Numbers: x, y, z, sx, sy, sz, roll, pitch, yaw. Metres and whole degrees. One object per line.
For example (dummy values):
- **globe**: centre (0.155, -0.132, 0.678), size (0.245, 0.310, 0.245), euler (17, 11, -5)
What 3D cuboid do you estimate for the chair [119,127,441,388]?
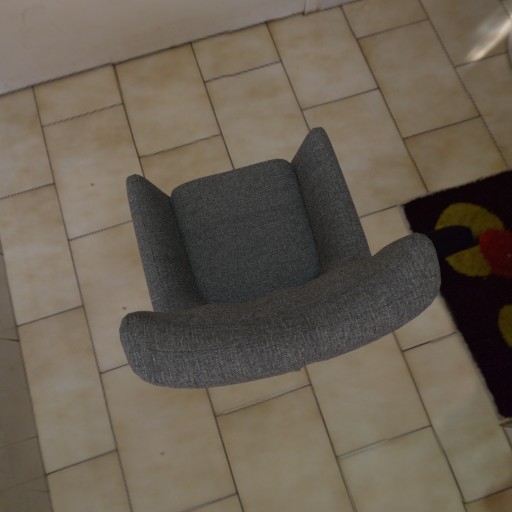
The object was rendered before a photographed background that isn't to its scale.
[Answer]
- **chair**: centre (0.000, 0.000, 1.714), size (0.878, 1.063, 0.904), euler (-16, 75, -4)
